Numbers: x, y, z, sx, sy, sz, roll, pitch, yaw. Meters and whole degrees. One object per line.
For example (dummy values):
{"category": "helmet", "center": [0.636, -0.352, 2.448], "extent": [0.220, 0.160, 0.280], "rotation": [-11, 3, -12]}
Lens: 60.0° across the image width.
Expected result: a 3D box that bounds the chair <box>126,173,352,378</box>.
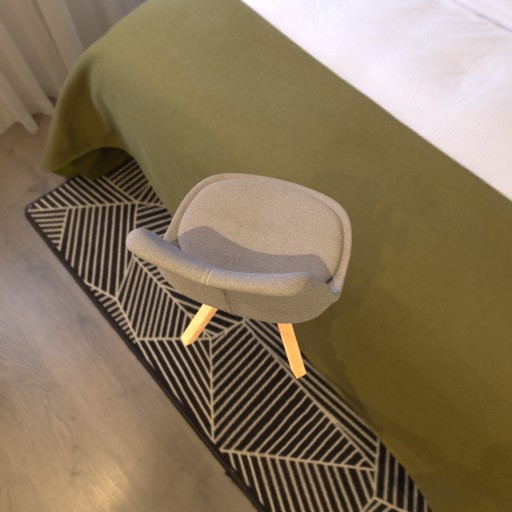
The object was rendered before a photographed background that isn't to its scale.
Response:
{"category": "chair", "center": [0.000, 0.000, 1.182], "extent": [0.474, 0.863, 0.549], "rotation": [15, 64, 8]}
